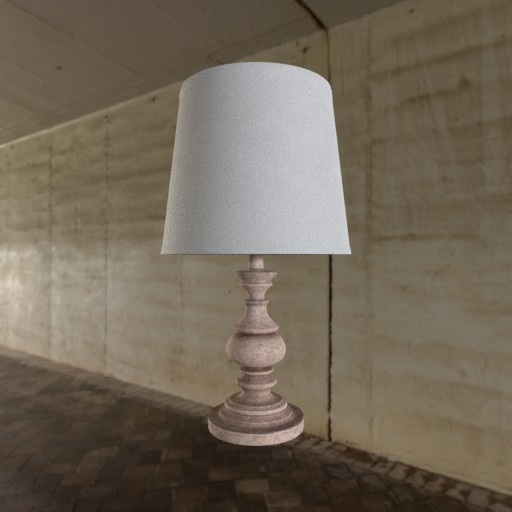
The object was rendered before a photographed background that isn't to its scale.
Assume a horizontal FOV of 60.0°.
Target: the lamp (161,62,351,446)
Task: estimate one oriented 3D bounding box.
[{"bbox_3d":[0.000,0.000,0.649,0.273,0.497,0.273,0,0,0],"label":"lamp"}]
